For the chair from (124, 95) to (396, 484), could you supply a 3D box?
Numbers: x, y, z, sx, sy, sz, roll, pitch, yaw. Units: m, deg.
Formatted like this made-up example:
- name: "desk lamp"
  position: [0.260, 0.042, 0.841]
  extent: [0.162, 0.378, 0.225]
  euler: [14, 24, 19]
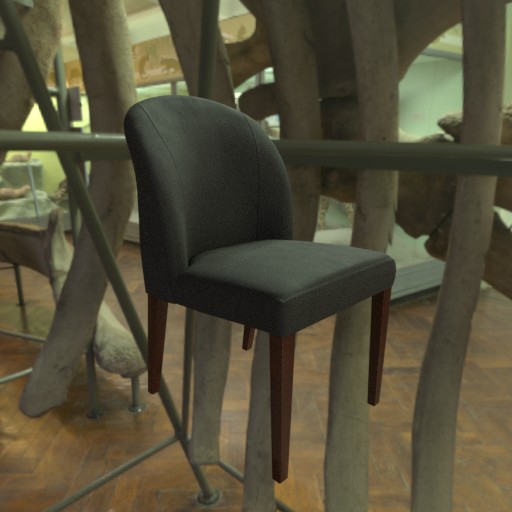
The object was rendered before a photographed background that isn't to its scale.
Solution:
- name: "chair"
  position: [0.000, 0.000, 1.230]
  extent: [0.619, 0.879, 0.506]
  euler: [14, 20, 42]
